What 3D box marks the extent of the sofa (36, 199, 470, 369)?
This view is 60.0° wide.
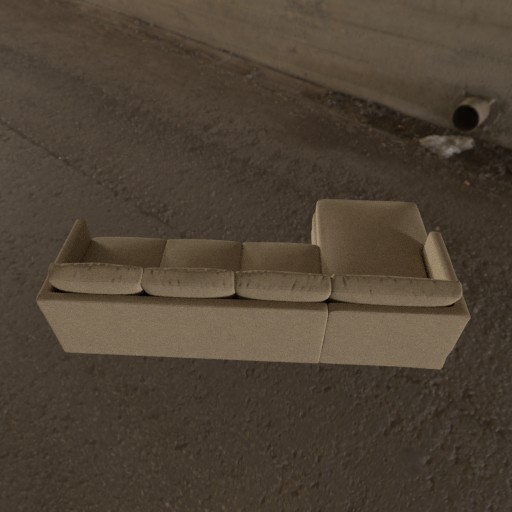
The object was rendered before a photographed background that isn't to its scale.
[{"bbox_3d":[0.000,0.000,3.969,3.198,0.920,1.638,2,45,2],"label":"sofa"}]
